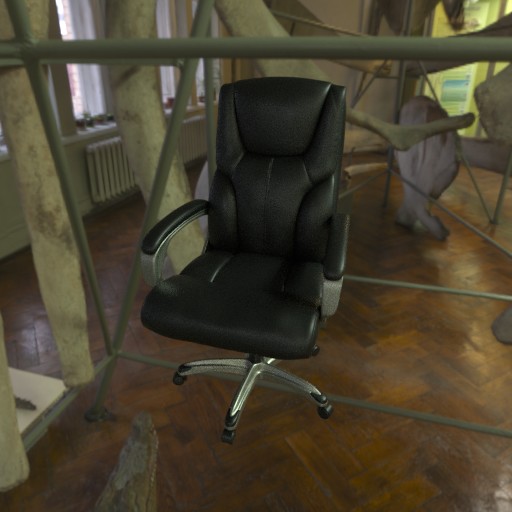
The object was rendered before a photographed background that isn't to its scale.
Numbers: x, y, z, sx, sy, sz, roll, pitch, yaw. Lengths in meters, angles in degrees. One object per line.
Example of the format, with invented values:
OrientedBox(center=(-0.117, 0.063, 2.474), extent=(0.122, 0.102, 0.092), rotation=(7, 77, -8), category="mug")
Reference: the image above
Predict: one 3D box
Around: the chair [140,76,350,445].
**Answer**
OrientedBox(center=(0.000, 0.000, 1.579), extent=(0.663, 1.155, 0.739), rotation=(8, 26, 16), category="chair")
